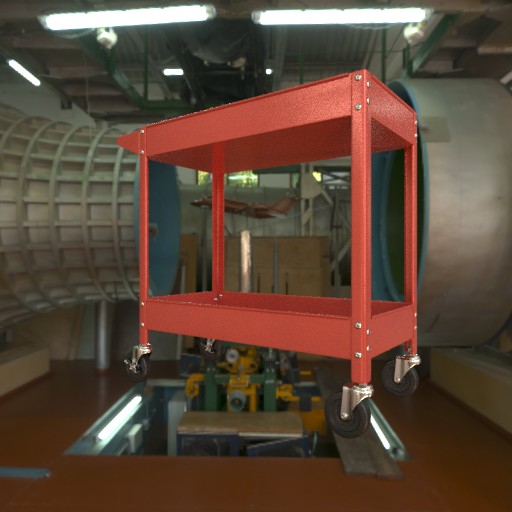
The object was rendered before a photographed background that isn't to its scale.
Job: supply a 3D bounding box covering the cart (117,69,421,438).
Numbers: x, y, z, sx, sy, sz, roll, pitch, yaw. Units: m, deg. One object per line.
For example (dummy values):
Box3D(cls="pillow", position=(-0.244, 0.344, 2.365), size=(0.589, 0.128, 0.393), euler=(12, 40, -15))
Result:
Box3D(cls="cart", position=(0.000, 0.000, 1.203), size=(0.779, 0.719, 0.366), euler=(0, 0, 36))
